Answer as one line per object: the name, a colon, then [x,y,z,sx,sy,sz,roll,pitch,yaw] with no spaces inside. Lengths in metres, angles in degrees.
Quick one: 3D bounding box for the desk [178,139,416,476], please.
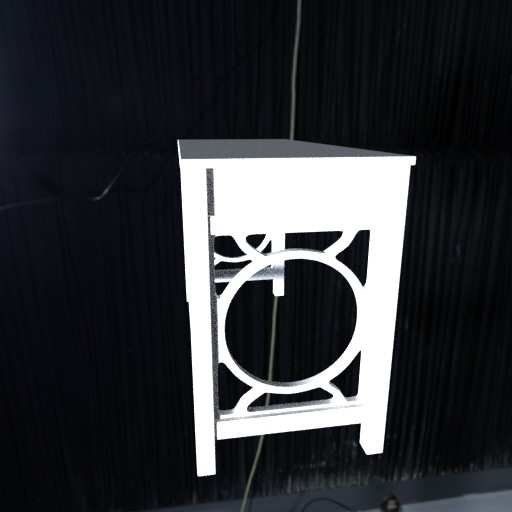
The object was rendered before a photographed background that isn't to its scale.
desk: [0.000,0.000,1.569,0.504,0.762,1.191,-3,17,-9]
